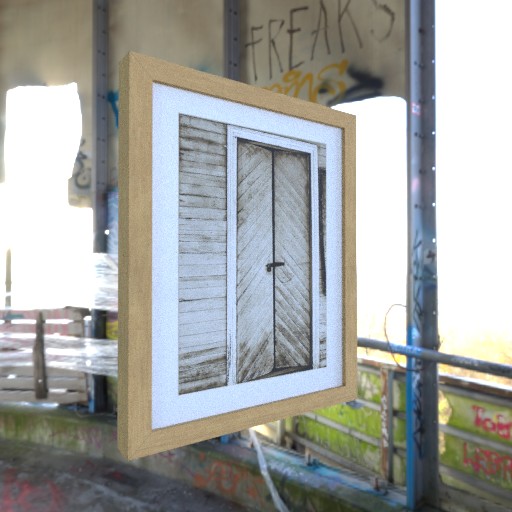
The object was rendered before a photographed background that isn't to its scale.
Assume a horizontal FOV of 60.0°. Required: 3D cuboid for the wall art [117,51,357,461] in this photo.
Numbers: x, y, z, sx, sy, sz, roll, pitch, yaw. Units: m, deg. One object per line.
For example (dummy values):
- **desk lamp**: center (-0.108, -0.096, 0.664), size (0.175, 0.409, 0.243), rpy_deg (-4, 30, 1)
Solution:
- **wall art**: center (0.000, 0.000, 0.514), size (0.312, 0.380, 0.030), rpy_deg (0, -1, -36)
